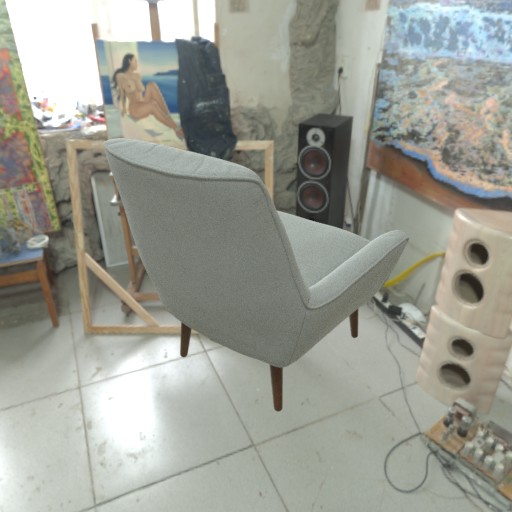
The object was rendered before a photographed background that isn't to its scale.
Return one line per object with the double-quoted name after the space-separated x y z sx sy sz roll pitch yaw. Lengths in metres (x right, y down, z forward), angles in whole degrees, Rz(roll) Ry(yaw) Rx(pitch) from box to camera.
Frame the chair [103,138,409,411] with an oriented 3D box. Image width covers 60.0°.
0.000 0.000 1.515 0.787 0.888 0.822 20 35 31 "chair"
